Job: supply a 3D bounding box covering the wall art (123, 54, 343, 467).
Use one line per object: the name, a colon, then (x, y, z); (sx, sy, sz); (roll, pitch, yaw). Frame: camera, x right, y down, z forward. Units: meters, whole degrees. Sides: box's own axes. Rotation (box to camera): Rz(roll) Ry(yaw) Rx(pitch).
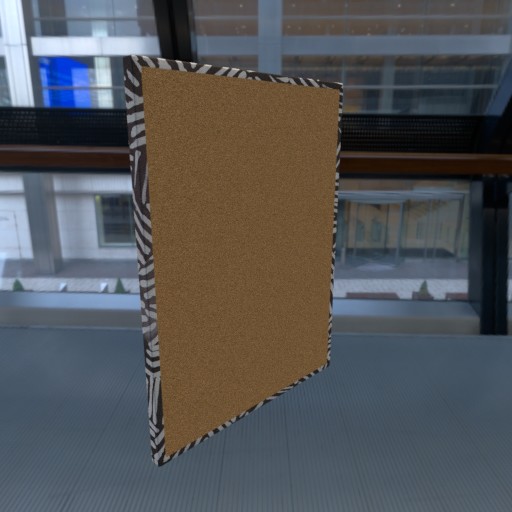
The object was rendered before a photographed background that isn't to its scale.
wall art: (0.000, 0.000, 1.320); (0.765, 1.017, 0.038); (-15, 21, -43)
